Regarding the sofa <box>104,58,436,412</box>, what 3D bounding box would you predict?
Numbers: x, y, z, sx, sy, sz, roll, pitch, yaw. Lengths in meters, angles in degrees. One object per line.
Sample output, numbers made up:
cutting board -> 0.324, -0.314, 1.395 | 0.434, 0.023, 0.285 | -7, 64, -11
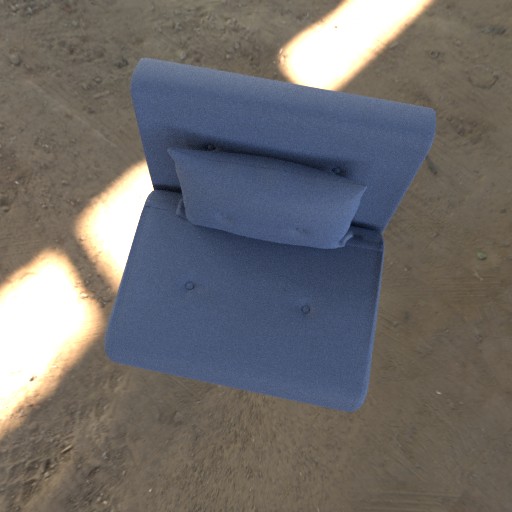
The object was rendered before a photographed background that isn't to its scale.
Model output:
sofa -> 0.000, 0.000, 1.698 | 0.999, 0.860, 0.996 | 11, 76, 3
